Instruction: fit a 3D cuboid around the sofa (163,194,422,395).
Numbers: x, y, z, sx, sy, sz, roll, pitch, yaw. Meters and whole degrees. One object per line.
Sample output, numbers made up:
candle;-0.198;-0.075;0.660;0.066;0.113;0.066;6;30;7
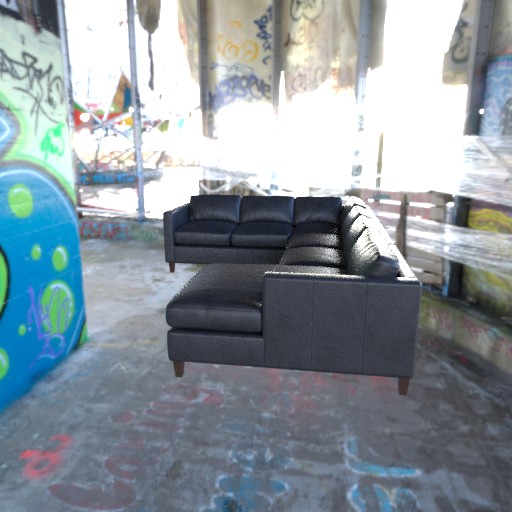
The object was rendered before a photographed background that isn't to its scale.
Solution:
sofa;0.000;0.000;4.378;2.452;0.891;3.324;2;14;8
